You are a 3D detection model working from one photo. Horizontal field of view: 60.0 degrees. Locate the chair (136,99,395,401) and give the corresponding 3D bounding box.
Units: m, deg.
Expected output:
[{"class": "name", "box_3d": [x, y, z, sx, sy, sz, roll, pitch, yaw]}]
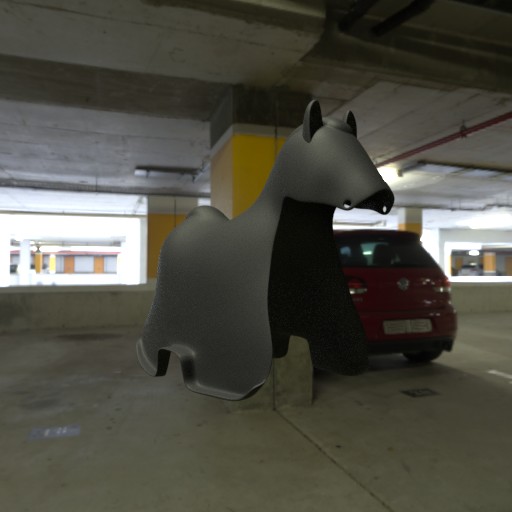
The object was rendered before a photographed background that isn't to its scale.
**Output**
[{"class": "chair", "box_3d": [0.000, 0.000, 1.125, 0.429, 0.612, 0.800, 1, -2, -36]}]
